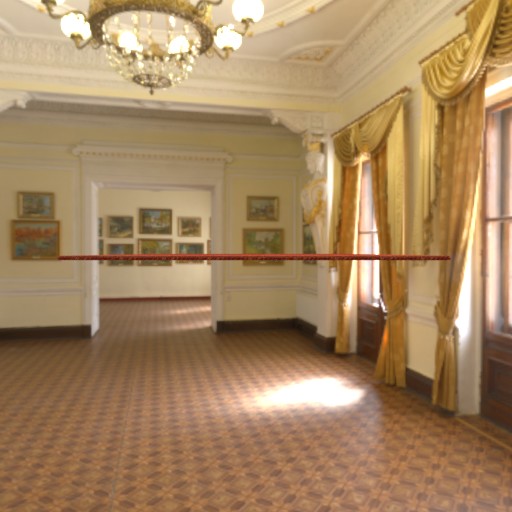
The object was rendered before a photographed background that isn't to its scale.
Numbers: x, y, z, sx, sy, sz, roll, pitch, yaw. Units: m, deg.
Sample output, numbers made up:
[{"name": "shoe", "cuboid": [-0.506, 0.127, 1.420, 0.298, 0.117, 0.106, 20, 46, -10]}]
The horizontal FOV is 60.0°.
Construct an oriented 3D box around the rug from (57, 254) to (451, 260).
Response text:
[{"name": "rug", "cuboid": [0.000, 0.000, 4.041, 2.340, 0.028, 2.905, 0, 0, 0]}]
